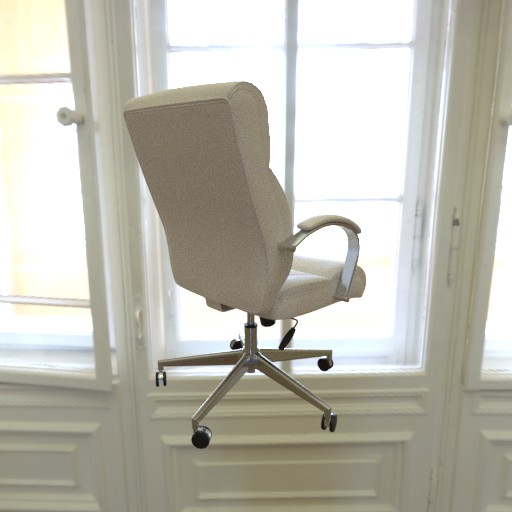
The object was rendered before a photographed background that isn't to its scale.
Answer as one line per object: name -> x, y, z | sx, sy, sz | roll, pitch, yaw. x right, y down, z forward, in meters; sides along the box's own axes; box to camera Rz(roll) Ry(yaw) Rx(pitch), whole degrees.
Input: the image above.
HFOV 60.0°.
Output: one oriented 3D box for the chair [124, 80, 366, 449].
chair -> 0.000, 0.000, 1.596 | 0.745, 1.099, 0.727 | -12, 18, -43
